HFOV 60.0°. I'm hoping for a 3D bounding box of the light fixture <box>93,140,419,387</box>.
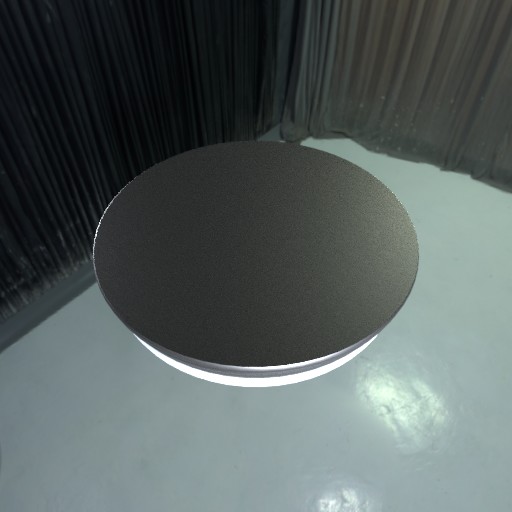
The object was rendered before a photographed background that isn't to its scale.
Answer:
[{"bbox_3d":[0.000,0.000,0.549,0.368,0.100,0.368,0,46,0],"label":"light fixture"}]
